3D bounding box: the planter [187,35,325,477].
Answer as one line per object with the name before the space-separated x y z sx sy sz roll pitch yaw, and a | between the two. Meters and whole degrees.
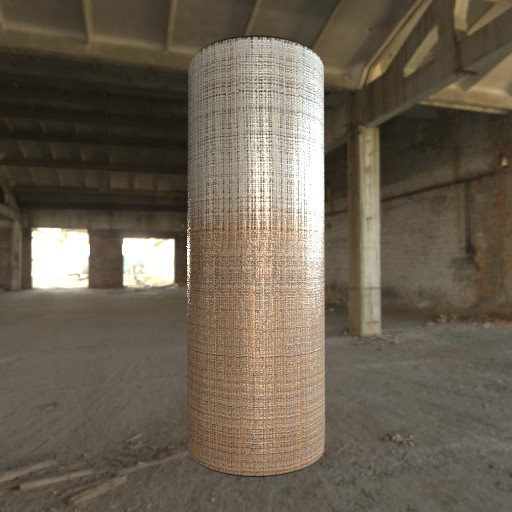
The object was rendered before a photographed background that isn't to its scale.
planter | 0.000 0.000 0.325 0.099 0.278 0.099 0 -1 -18
